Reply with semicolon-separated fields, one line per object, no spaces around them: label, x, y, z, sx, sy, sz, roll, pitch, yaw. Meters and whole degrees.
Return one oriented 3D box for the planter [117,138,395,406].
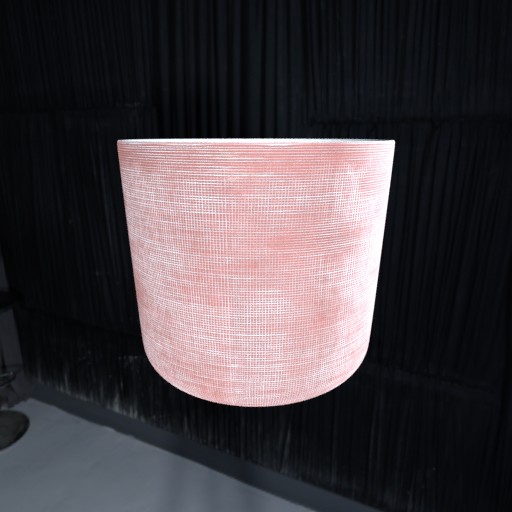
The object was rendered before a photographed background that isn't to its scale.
planter;0.000;0.000;0.785;0.440;0.398;0.440;0;15;0
